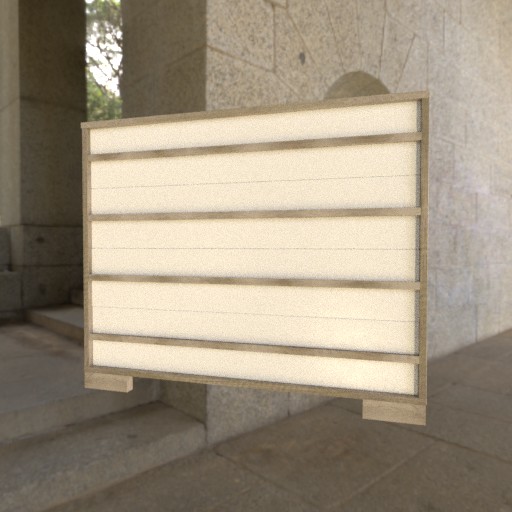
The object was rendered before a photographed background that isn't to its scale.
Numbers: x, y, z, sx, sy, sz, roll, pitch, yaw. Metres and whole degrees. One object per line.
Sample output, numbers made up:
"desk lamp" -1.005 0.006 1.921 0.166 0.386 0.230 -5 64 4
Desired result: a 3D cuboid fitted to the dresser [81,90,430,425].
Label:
"dresser" 0.000 0.000 1.411 0.994 0.816 0.404 0 2 17
